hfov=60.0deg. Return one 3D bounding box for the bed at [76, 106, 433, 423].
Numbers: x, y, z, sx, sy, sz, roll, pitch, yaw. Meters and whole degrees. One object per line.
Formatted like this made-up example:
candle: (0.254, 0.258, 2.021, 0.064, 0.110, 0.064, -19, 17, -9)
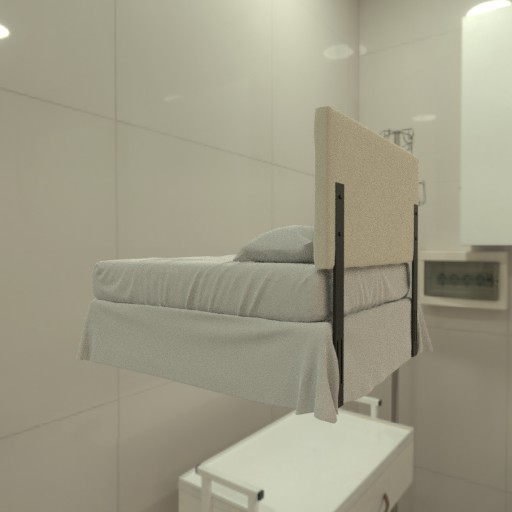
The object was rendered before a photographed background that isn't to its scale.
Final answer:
bed: (0.000, 0.000, 3.489, 2.222, 1.577, 1.936, 1, 1, 36)
